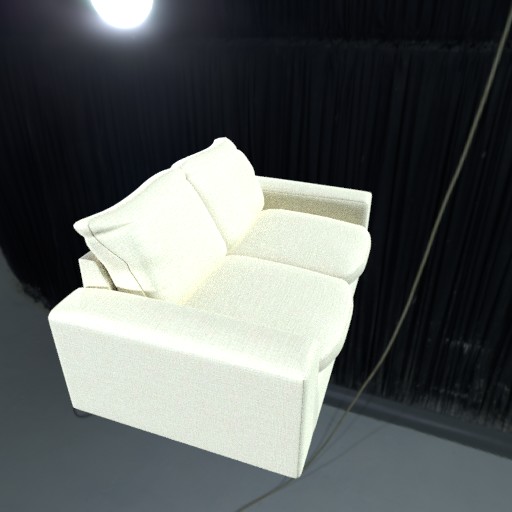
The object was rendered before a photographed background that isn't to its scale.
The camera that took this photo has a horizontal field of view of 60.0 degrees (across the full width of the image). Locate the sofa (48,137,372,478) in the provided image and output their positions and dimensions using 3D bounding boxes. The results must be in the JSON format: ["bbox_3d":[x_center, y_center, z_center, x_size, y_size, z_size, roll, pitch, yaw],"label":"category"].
[{"bbox_3d":[0.000,0.000,2.310,1.091,0.875,1.754,10,31,17],"label":"sofa"}]
